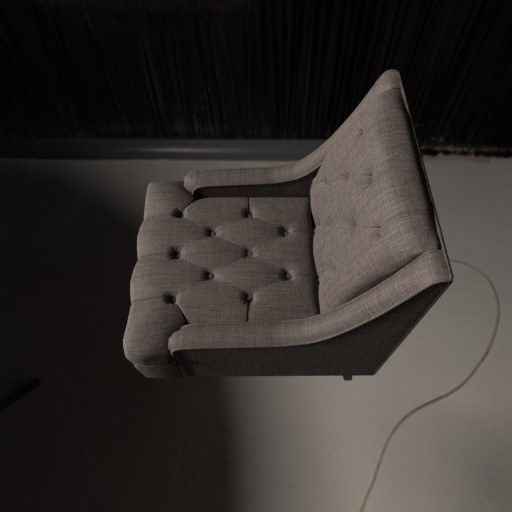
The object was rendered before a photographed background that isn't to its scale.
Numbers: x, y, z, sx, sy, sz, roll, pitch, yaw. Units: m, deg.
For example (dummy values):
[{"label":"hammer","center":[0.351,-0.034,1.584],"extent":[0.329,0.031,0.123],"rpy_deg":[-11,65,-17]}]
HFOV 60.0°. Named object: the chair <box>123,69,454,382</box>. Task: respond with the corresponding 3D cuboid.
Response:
[{"label":"chair","center":[0.000,0.000,1.384],"extent":[0.771,0.891,0.655],"rpy_deg":[0,60,0]}]
